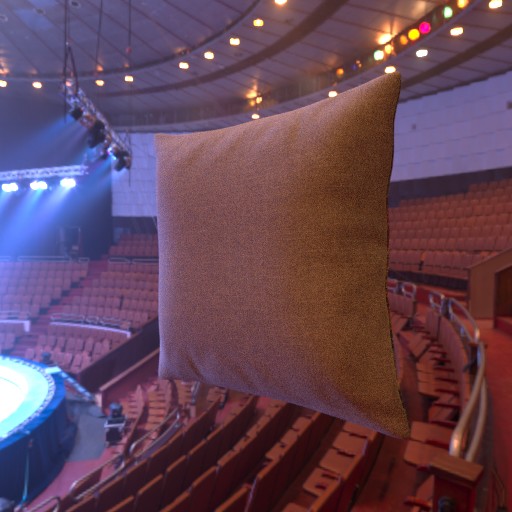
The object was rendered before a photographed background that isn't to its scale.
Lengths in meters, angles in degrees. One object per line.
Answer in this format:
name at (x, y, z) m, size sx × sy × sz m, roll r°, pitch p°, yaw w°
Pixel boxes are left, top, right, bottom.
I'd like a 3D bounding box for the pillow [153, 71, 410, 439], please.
pillow at (0.000, 0.000, 0.762) m, size 0.523 × 0.506 × 0.166 m, roll 0°, pitch -1°, yaw 38°
